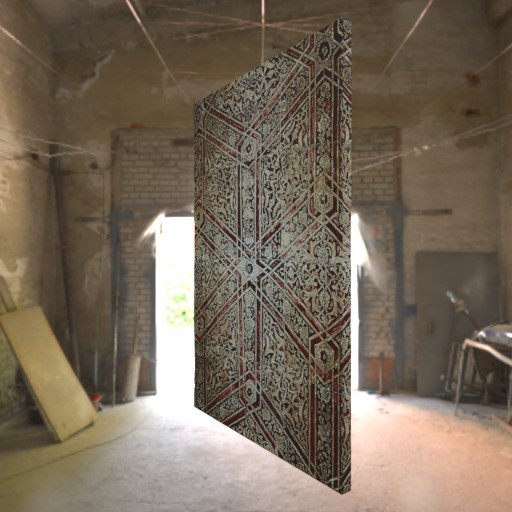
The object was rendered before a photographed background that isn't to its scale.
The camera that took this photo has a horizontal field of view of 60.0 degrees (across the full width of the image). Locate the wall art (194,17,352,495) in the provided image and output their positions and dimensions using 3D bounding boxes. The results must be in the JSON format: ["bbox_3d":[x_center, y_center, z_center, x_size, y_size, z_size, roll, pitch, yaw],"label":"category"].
[{"bbox_3d":[0.000,0.000,1.091,0.030,0.904,0.599,0,0,-36],"label":"wall art"}]
